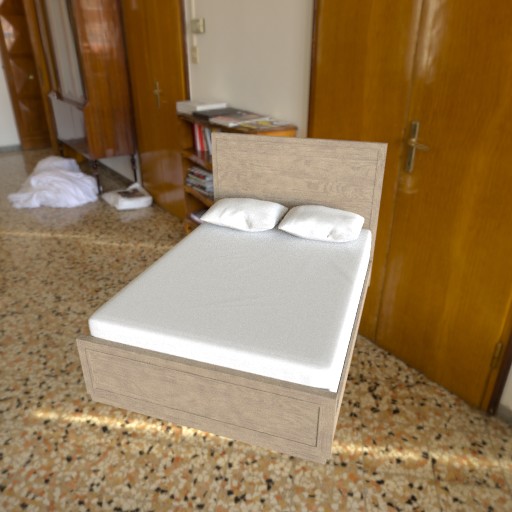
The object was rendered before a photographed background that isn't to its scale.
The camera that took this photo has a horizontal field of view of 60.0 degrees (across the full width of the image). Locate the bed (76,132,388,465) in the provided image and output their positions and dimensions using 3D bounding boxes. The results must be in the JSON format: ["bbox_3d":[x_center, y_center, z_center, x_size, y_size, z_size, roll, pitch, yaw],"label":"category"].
[{"bbox_3d":[0.000,0.000,3.344,1.606,1.369,2.189,8,27,17],"label":"bed"}]
